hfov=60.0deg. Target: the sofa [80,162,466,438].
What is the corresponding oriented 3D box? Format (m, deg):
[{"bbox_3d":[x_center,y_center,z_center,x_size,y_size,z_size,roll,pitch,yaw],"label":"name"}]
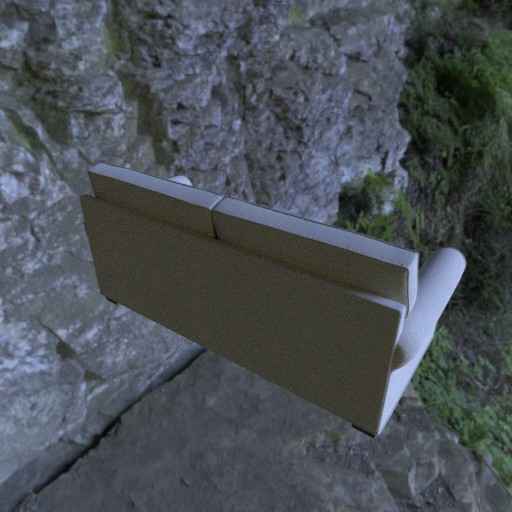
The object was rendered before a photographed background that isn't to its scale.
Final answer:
[{"bbox_3d":[0.000,0.000,2.640,2.146,0.962,0.901,19,35,30],"label":"sofa"}]
